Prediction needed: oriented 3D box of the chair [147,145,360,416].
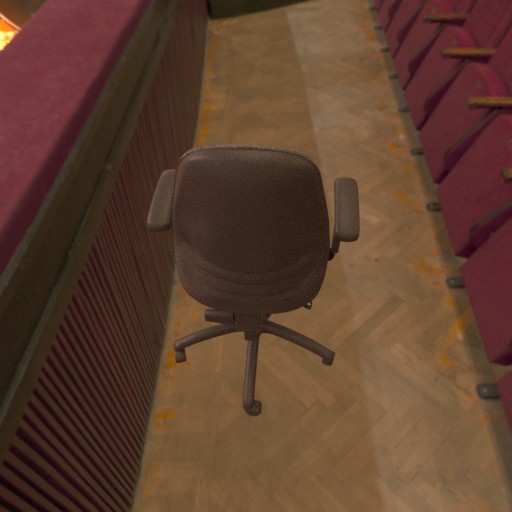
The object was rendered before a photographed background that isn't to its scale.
[{"bbox_3d":[0.000,0.000,1.234,0.550,0.910,0.530,3,47,3],"label":"chair"}]
